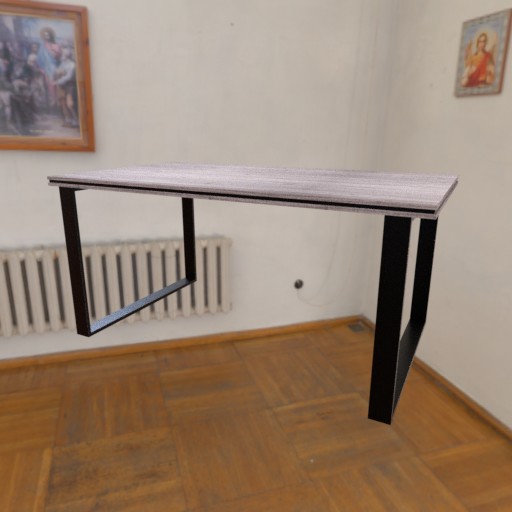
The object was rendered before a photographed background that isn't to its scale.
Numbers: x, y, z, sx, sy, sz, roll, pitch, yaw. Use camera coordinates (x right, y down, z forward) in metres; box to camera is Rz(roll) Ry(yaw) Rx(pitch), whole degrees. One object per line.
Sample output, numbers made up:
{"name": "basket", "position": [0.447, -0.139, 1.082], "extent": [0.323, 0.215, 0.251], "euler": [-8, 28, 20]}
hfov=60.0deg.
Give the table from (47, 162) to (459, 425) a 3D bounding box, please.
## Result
{"name": "table", "position": [0.000, 0.000, 2.048], "extent": [1.579, 0.736, 0.881], "euler": [8, 18, 26]}
